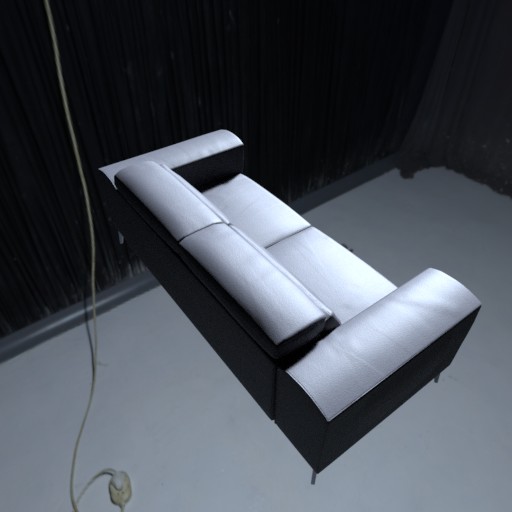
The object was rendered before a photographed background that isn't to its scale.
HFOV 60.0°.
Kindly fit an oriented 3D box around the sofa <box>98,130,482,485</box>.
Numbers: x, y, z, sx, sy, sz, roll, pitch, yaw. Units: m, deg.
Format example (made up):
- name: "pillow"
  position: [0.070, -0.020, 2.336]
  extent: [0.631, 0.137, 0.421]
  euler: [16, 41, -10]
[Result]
- name: "sofa"
  position: [0.000, 0.000, 2.755]
  extent: [1.048, 0.814, 2.330]
  euler: [-26, 48, -26]
